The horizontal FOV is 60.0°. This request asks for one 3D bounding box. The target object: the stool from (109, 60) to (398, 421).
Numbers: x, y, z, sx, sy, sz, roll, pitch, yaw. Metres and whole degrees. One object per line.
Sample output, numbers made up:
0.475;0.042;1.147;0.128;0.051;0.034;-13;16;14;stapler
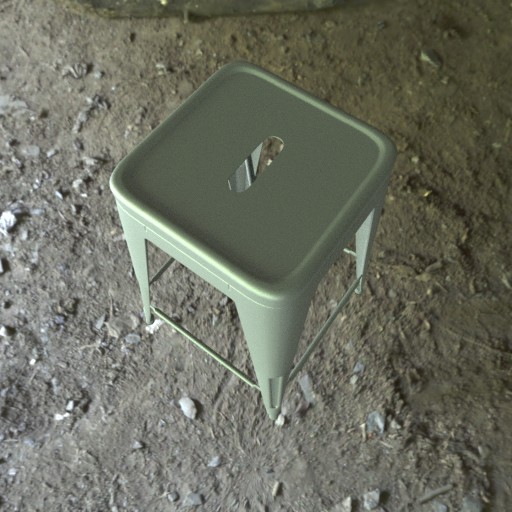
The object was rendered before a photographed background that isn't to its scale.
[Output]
0.000;0.000;0.879;0.410;0.608;0.410;34;69;15;stool
